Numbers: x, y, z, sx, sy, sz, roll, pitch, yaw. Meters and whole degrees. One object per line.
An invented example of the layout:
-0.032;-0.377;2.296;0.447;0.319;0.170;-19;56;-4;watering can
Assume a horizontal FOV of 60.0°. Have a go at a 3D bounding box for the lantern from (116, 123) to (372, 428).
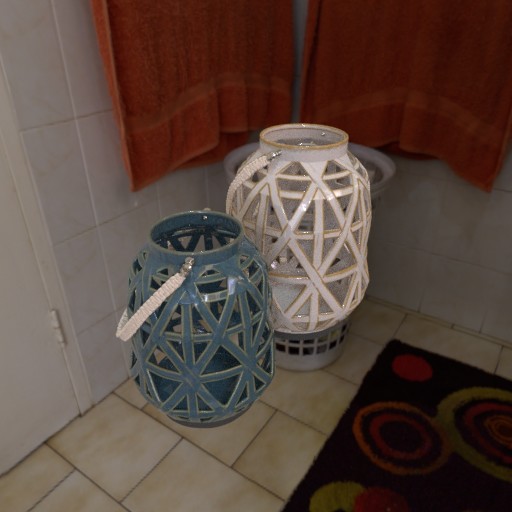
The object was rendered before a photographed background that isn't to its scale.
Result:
0.000;0.000;0.636;0.245;0.307;0.439;20;36;31;lantern
